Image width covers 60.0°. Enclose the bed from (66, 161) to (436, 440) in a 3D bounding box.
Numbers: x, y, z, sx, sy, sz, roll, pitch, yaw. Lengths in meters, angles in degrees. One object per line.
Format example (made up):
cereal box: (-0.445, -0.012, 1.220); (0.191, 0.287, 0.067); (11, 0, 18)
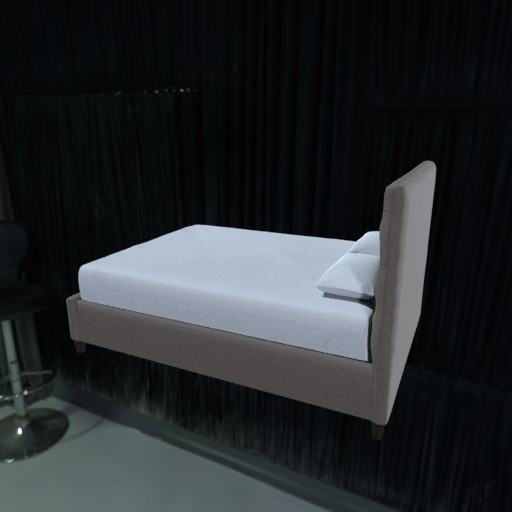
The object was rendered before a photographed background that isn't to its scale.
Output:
bed: (0.000, 0.000, 3.476); (2.387, 1.427, 1.698); (8, 18, 24)
